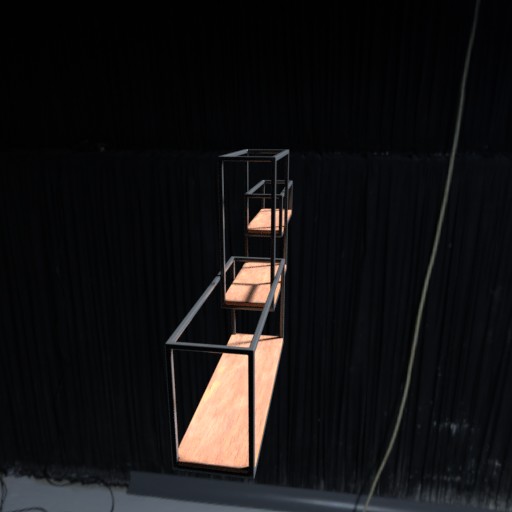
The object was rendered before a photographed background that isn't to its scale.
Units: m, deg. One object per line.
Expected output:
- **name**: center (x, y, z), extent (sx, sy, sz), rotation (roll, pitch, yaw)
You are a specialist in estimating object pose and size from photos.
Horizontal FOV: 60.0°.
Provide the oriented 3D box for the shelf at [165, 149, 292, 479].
- **shelf**: center (0.000, 0.000, 2.152), extent (0.275, 0.972, 1.781), rotation (3, 16, 9)
